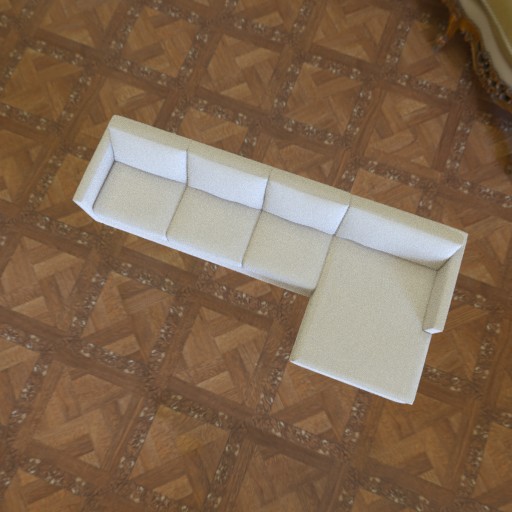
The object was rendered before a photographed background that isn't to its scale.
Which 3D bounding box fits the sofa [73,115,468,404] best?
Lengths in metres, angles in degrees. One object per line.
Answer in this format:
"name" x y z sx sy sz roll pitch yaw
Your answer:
"sofa" 0.000 0.000 4.151 3.471 0.954 1.599 20 77 5
